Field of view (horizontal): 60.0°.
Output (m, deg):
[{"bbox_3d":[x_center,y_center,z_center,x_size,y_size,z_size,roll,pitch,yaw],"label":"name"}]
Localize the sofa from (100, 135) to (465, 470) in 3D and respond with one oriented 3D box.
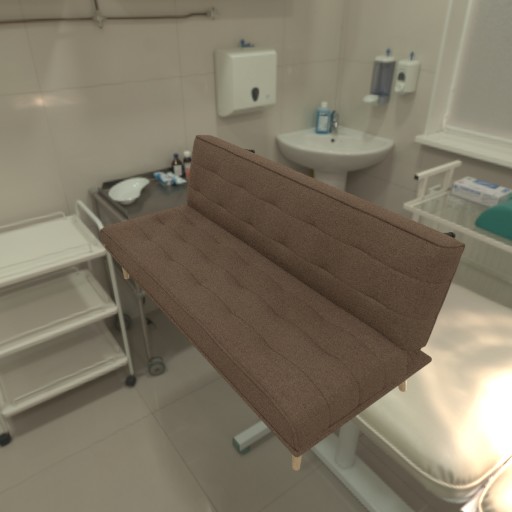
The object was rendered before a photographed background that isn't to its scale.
[{"bbox_3d":[0.000,0.000,2.301,1.038,0.810,1.820,-21,37,-31],"label":"sofa"}]
